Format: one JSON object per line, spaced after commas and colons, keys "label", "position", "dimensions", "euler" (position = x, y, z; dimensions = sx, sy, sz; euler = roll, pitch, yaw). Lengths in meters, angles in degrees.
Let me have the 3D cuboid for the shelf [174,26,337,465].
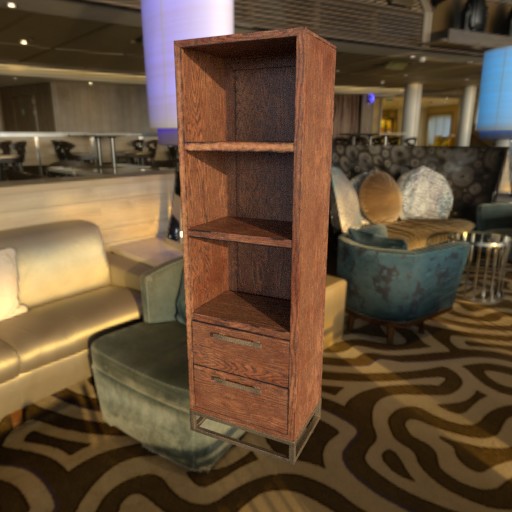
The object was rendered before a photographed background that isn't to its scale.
{"label": "shelf", "position": [0.000, 0.000, 1.965], "dimensions": [0.539, 1.732, 0.395], "euler": [7, 17, 25]}
